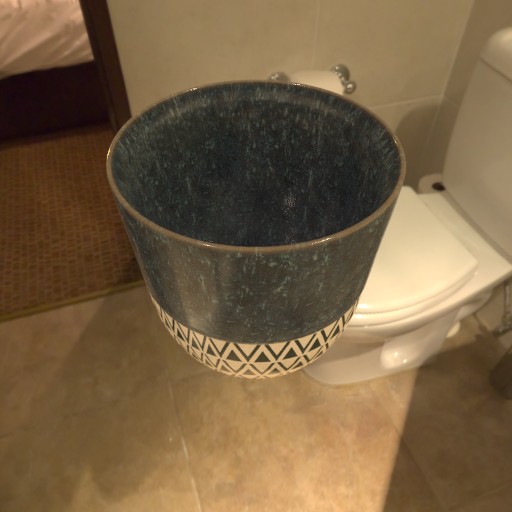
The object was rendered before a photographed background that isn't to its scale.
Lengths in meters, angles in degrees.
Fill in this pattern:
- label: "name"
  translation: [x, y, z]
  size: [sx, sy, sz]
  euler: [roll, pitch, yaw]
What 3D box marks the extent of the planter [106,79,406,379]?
- label: "planter"
  translation: [0.000, 0.000, 0.372]
  size: [0.195, 0.214, 0.195]
  euler: [0, 47, 0]
